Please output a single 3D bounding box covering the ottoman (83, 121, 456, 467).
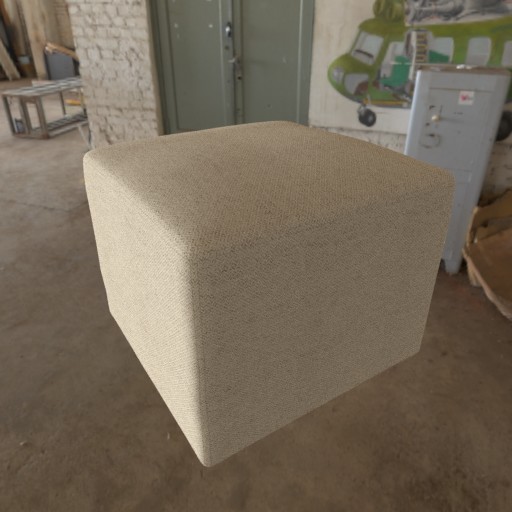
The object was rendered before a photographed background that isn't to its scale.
[{"bbox_3d":[0.000,0.000,0.907,0.521,0.453,0.512,-18,34,-28],"label":"ottoman"}]
